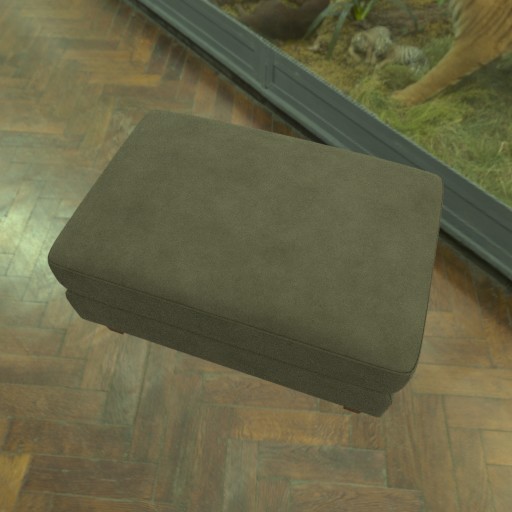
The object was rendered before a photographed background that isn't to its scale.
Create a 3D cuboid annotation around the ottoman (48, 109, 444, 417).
[{"bbox_3d":[0.000,0.000,1.220,0.864,0.483,0.584,16,59,10],"label":"ottoman"}]
